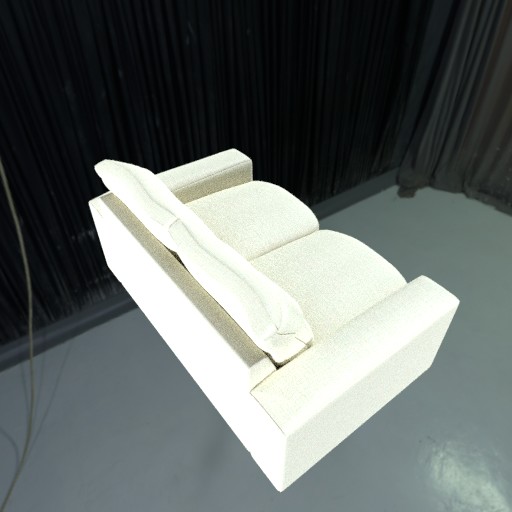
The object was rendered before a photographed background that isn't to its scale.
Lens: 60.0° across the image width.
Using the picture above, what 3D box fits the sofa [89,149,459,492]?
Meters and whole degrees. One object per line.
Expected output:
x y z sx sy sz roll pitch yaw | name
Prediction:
0.000 0.000 2.332 1.091 0.875 1.754 -27 49 -27 | sofa
